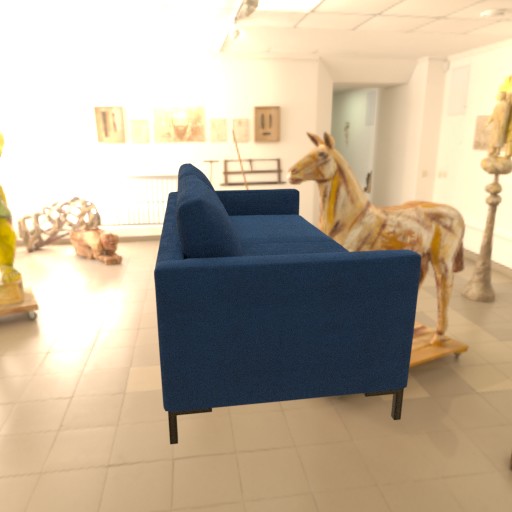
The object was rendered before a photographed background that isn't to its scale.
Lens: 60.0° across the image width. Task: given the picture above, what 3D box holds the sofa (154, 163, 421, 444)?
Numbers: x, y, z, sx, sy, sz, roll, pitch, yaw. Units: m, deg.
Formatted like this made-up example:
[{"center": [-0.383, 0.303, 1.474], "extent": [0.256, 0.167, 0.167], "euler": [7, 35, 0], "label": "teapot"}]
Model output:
[{"center": [0.000, 0.000, 2.196], "extent": [0.875, 0.817, 1.676], "euler": [-3, 16, -9], "label": "sofa"}]
